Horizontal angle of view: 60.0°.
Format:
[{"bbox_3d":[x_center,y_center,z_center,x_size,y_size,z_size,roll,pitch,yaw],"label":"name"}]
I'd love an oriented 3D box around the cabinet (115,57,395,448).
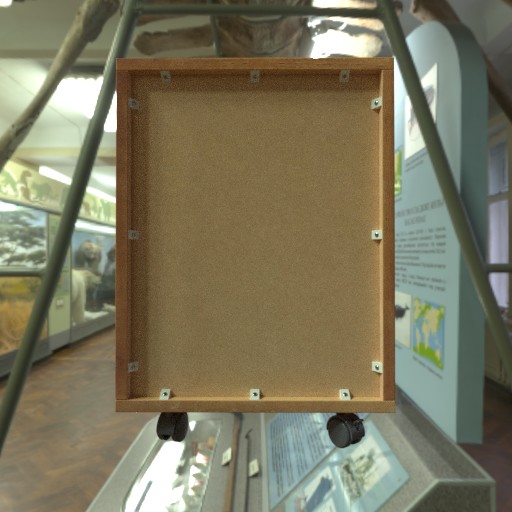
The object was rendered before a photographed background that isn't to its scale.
[{"bbox_3d":[0.000,0.000,0.849,0.409,0.579,0.401,0,-1,0],"label":"cabinet"}]
